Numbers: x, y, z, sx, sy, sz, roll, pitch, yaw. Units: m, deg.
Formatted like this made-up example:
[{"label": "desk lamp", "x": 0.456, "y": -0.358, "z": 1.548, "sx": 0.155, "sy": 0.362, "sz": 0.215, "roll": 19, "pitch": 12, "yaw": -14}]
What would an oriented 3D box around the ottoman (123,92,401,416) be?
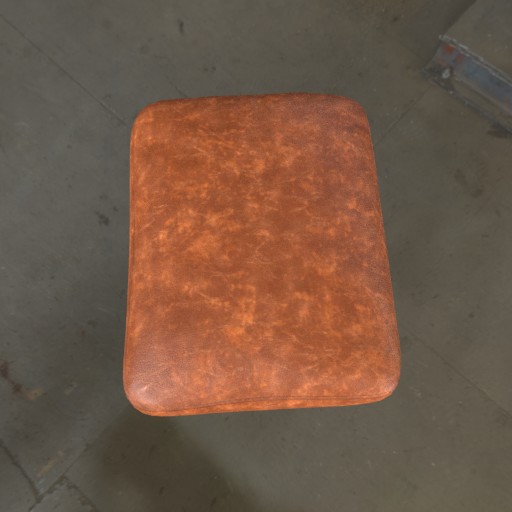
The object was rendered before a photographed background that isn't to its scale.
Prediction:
[{"label": "ottoman", "x": 0.000, "y": 0.000, "z": 1.277, "sx": 0.657, "sy": 0.562, "sz": 0.832, "roll": -3, "pitch": 73, "yaw": -1}]
